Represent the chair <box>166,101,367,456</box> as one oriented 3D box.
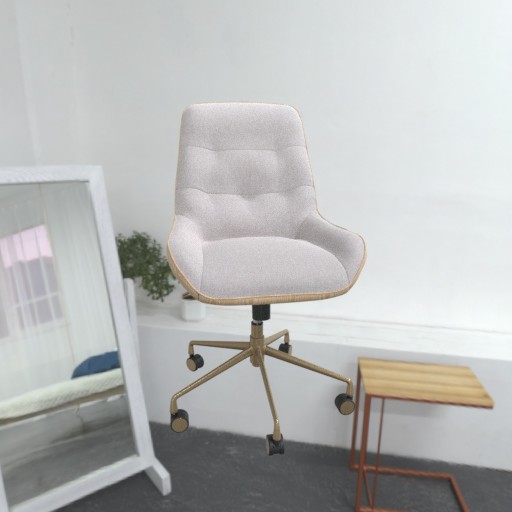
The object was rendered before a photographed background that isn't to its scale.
[{"bbox_3d":[0.000,0.000,1.378,0.564,0.952,0.668,-3,15,-9],"label":"chair"}]
